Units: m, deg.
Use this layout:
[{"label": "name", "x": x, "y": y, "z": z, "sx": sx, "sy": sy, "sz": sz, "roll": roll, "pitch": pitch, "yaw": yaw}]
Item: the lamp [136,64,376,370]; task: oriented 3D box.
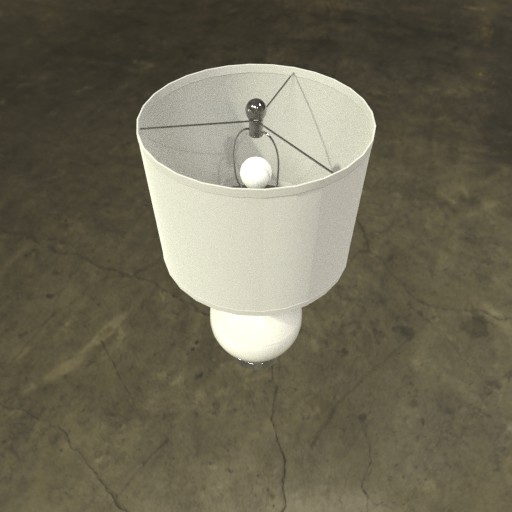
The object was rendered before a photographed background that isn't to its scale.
[{"label": "lamp", "x": 0.000, "y": 0.000, "z": 0.894, "sx": 0.357, "sy": 0.673, "sz": 0.357, "roll": 17, "pitch": 49, "yaw": 15}]
